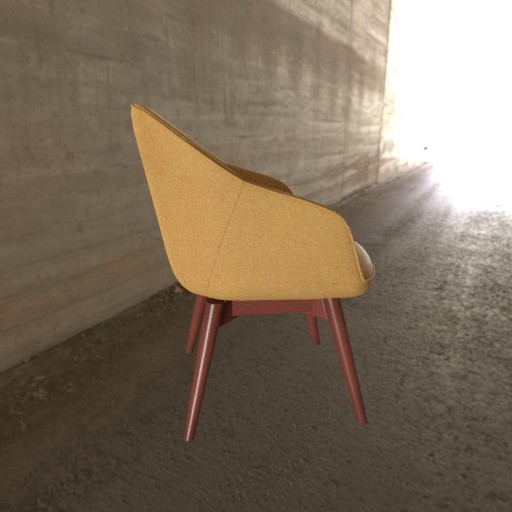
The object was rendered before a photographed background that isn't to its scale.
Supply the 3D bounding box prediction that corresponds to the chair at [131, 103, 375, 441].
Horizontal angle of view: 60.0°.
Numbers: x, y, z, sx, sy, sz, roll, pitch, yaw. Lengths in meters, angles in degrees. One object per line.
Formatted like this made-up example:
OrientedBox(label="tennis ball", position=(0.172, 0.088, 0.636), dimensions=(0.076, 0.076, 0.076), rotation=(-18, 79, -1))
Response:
OrientedBox(label="chair", position=(0.000, 0.000, 1.273), dimensions=(0.635, 0.823, 0.596), rotation=(-2, 16, -8))
